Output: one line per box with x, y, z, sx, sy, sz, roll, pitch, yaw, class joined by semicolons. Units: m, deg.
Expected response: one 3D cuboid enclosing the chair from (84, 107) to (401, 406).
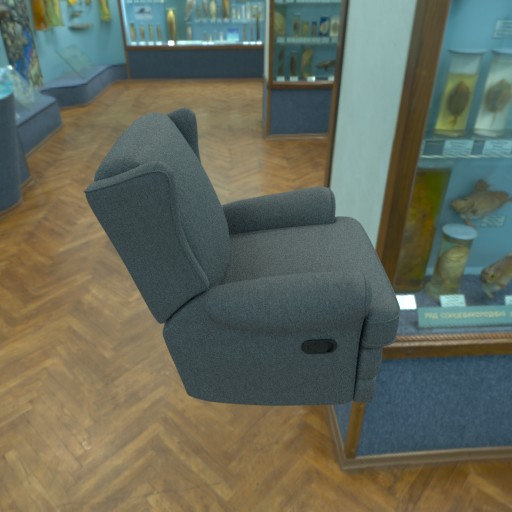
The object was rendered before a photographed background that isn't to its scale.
0.000;0.000;1.724;0.969;1.011;0.847;-1;32;-1;chair
